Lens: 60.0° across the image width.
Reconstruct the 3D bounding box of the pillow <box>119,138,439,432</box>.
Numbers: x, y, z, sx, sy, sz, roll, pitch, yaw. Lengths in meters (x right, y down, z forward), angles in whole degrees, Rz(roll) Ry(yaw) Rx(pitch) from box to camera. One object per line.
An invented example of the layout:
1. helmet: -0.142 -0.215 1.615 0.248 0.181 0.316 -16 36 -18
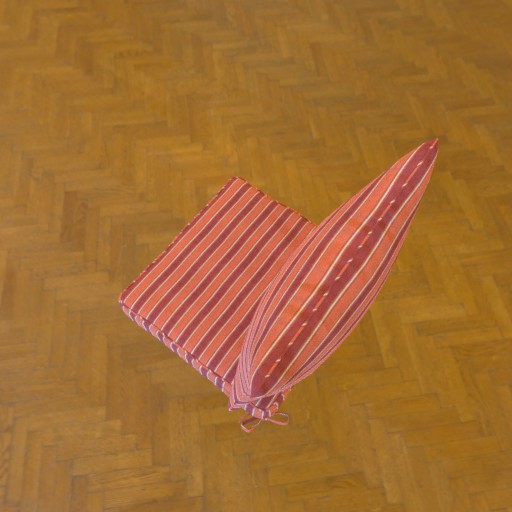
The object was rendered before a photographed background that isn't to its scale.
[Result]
1. pillow: 0.000 0.000 1.364 0.733 0.723 0.799 33 67 16
